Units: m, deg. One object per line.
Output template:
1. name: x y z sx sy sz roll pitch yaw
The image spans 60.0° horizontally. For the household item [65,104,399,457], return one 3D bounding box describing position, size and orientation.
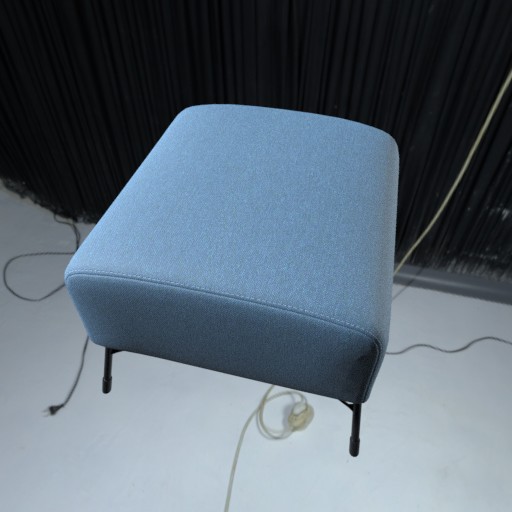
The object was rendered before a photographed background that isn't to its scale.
1. household item: 0.000 0.000 0.898 0.530 0.420 0.530 10 47 10
